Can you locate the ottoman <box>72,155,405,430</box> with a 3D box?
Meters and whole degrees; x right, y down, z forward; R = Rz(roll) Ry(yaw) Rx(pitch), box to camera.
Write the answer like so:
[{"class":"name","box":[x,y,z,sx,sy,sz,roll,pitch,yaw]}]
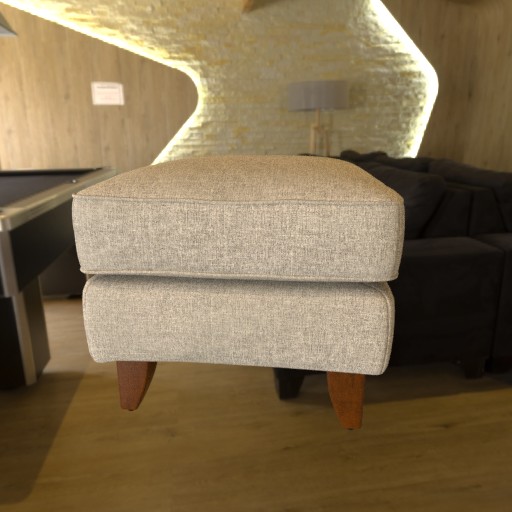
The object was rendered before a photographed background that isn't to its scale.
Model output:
[{"class":"ottoman","box":[0.000,0.000,1.278,0.661,0.561,0.889,2,15,6]}]
